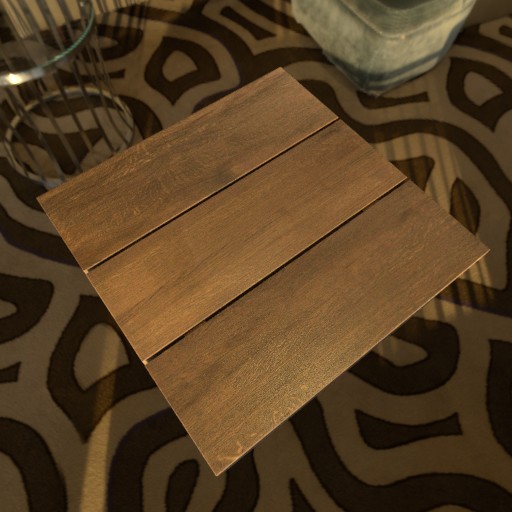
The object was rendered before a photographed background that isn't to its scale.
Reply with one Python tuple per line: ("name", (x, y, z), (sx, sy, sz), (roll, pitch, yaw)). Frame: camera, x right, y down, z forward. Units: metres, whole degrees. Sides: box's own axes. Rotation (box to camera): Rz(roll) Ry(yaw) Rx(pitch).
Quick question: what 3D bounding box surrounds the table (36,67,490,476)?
("table", (0.000, 0.000, 1.409), (0.900, 0.400, 0.900), (-34, 67, -16))
